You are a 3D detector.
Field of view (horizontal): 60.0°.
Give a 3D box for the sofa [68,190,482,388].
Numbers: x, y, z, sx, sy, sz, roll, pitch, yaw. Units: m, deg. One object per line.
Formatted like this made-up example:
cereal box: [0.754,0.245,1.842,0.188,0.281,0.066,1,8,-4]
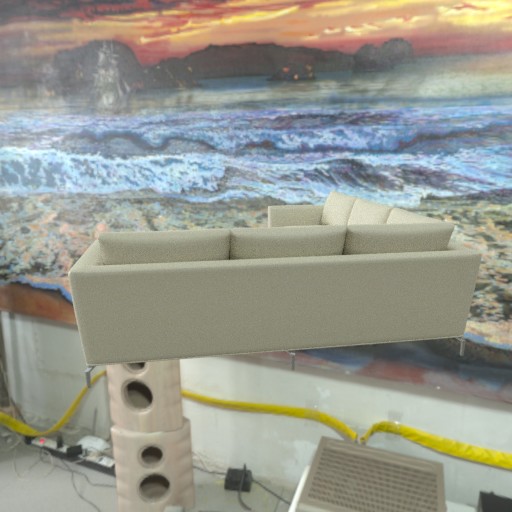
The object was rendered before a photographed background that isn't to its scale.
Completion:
sofa: [0.000,0.000,3.740,2.448,0.867,2.430,-2,14,-10]
